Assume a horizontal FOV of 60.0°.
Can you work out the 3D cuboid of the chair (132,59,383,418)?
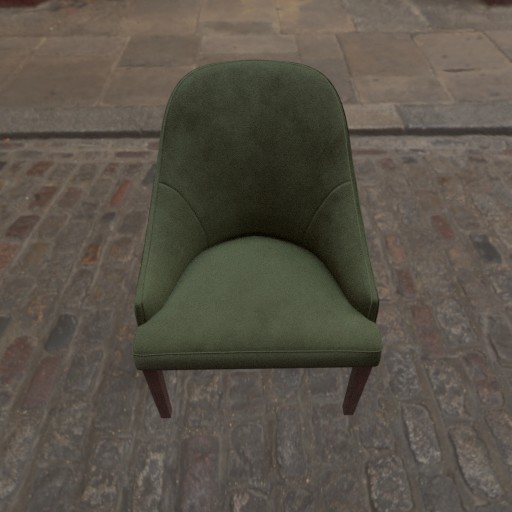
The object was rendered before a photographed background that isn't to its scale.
[{"bbox_3d":[0.000,0.000,1.259,0.643,0.889,0.575,-1,46,-1],"label":"chair"}]
